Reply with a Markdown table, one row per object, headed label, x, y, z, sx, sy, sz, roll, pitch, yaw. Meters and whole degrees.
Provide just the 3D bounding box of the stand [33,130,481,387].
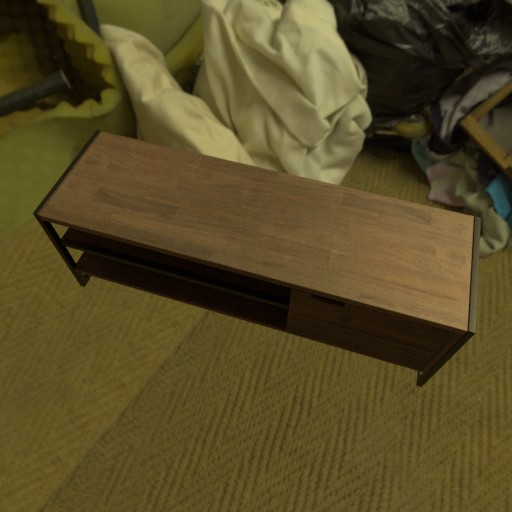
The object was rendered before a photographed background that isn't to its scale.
| label | x | y | z | sx | sy | sz | roll | pitch | yaw |
| --- | --- | --- | --- | --- | --- | --- | --- | --- | --- |
| stand | 0.000 | 0.000 | 1.738 | 1.480 | 0.506 | 0.454 | 15 | 58 | 10 |
